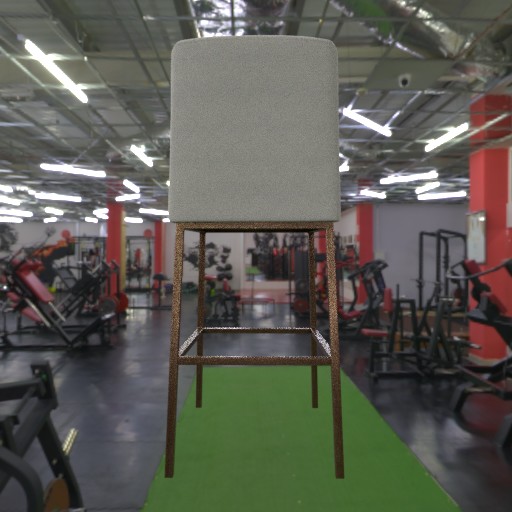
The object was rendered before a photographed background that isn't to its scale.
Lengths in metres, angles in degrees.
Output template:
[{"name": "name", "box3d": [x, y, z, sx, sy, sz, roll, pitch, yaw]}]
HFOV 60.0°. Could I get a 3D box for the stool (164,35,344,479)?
[{"name": "stool", "box3d": [0.000, 0.000, 1.342, 0.462, 1.084, 0.546, 0, 0, 1]}]
